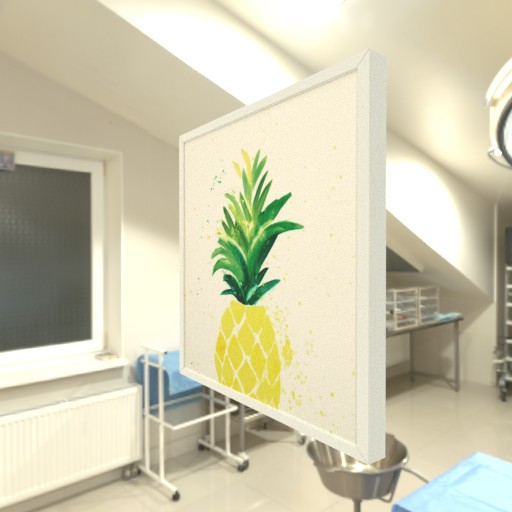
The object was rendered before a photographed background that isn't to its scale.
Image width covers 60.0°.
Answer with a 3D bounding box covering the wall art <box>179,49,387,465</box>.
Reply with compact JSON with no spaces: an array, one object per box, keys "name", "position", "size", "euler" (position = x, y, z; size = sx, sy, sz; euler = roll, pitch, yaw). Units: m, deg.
[{"name":"wall art","position":[0.000,0.000,0.456],"size":[0.020,0.307,0.307],"euler":[0,1,-36]}]
